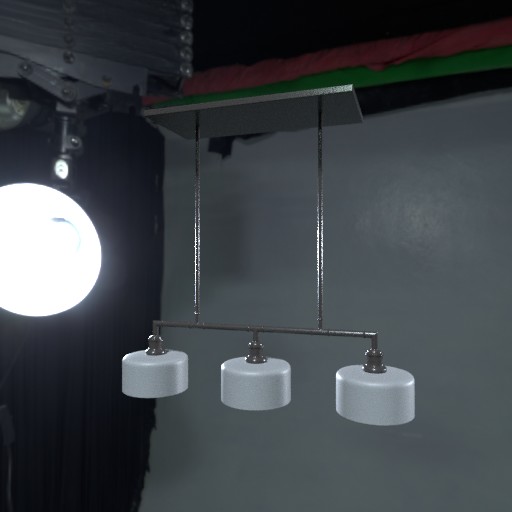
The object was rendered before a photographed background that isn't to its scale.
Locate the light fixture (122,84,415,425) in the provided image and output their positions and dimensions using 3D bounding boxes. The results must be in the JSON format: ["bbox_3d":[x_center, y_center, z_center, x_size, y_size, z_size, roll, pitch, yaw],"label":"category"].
[{"bbox_3d":[0.000,0.000,0.866,0.582,0.557,0.177,0,0,19],"label":"light fixture"}]
